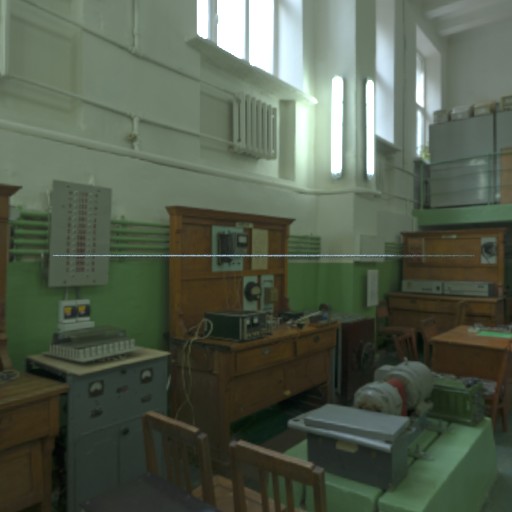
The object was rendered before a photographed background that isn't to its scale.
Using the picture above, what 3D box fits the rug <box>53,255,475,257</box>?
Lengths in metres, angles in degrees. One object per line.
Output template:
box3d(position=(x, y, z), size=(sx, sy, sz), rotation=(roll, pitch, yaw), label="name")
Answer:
box3d(position=(0.000, 0.000, 3.001), size=(2.457, 0.009, 1.512), rotation=(0, 0, 37), label="rug")
